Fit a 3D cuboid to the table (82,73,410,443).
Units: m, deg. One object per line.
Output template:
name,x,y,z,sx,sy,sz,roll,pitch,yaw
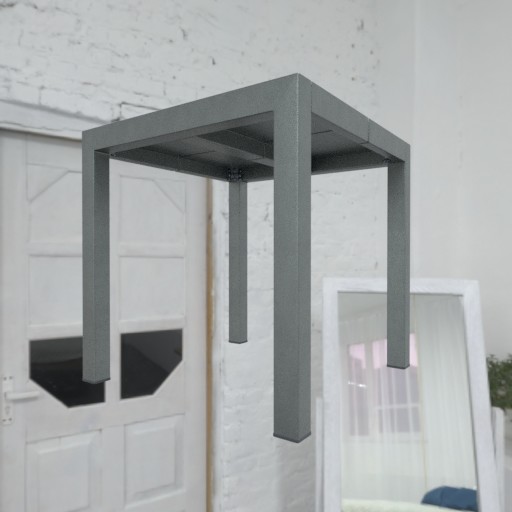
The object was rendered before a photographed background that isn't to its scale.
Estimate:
table,0.000,0.000,0.958,0.508,0.508,0.508,0,1,36
